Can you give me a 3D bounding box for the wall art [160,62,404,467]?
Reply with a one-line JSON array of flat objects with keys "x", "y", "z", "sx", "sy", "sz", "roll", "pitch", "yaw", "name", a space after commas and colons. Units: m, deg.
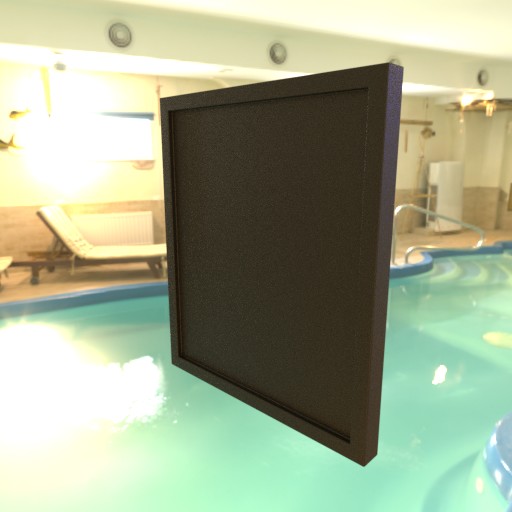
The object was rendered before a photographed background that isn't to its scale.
[{"x": 0.000, "y": 0.000, "z": 0.525, "sx": 0.328, "sy": 0.381, "sz": 0.028, "roll": 12, "pitch": 17, "yaw": 43, "name": "wall art"}]
